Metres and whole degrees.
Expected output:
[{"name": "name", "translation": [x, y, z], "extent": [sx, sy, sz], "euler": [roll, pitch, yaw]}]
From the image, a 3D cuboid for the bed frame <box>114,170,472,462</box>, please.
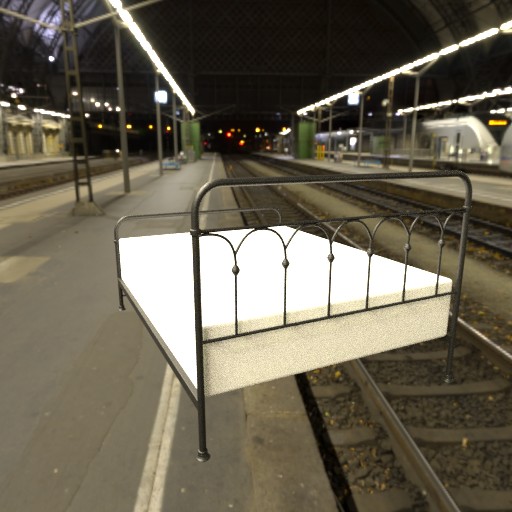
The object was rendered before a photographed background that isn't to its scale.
[{"name": "bed frame", "translation": [0.000, 0.000, 3.178], "extent": [1.664, 1.276, 2.203], "euler": [-7, 16, -25]}]
